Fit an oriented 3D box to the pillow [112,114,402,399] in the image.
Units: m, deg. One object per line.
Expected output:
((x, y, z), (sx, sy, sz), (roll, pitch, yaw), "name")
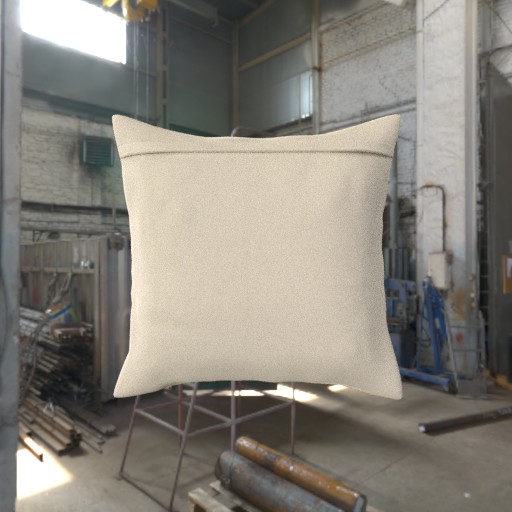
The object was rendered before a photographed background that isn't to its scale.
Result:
((0.000, 0.000, 0.715), (0.463, 0.454, 0.160), (0, -1, 1), "pillow")
